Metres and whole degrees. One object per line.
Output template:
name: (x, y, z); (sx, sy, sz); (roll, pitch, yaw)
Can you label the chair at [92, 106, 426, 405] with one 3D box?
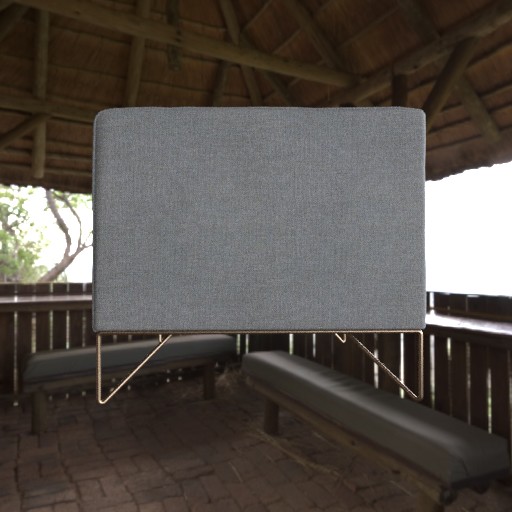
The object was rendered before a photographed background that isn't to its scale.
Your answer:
chair: (0.000, 0.000, 1.623); (0.912, 0.799, 0.920); (0, -1, -2)
